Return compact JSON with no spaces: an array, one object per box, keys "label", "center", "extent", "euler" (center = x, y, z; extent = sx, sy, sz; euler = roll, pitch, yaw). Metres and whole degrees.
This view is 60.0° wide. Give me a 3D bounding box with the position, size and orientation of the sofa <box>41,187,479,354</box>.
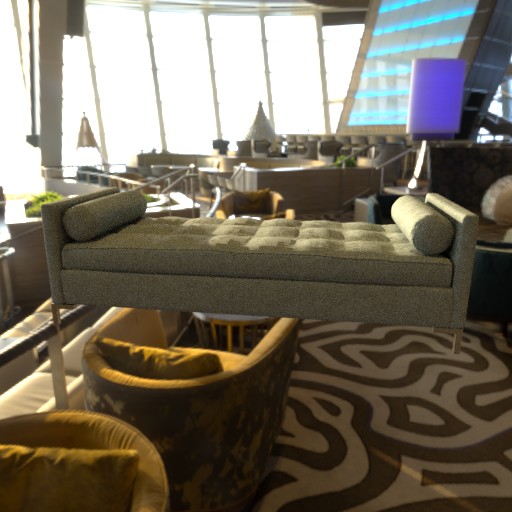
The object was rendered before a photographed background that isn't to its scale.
[{"label":"sofa","center":[0.000,0.000,2.511],"extent":[2.102,0.657,0.797],"euler":[2,15,9]}]
